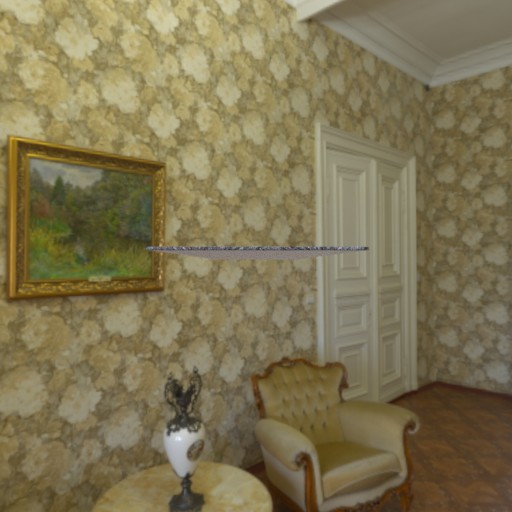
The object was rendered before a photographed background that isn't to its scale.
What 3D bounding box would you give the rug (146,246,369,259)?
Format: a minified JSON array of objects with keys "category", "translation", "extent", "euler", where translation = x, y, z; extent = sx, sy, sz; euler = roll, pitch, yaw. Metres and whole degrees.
[{"category":"rug","translation":[0.000,0.000,2.556],"extent":[0.719,0.013,2.305],"euler":[0,-1,-1]}]
